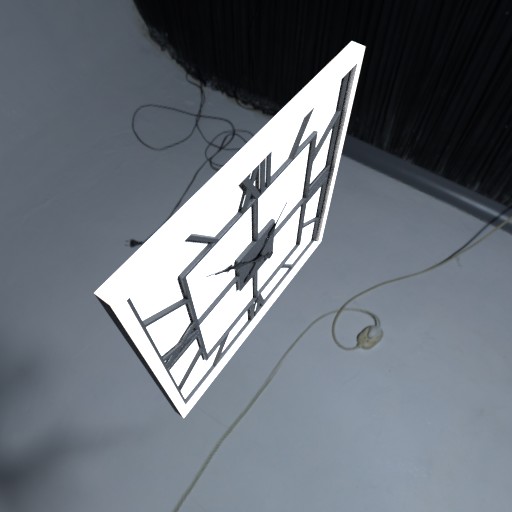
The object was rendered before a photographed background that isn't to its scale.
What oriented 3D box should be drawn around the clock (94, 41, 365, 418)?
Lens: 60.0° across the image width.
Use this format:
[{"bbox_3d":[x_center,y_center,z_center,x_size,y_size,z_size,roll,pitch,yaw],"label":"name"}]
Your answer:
[{"bbox_3d":[0.000,0.000,1.044,0.032,0.705,0.705,32,63,18],"label":"clock"}]
